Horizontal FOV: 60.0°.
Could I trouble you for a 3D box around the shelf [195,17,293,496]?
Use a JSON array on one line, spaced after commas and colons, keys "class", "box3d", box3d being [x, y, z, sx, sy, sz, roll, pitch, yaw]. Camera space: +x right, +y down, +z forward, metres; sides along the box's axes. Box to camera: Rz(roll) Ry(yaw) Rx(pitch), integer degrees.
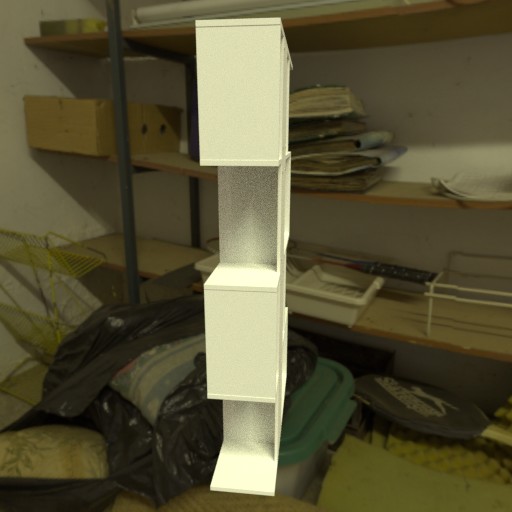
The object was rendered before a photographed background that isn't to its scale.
[{"class": "shelf", "box3d": [0.000, 0.000, 1.917, 0.250, 1.650, 0.890, 2, 15, 7]}]
